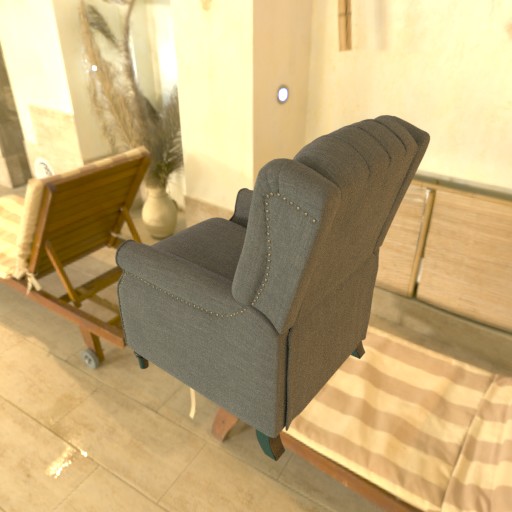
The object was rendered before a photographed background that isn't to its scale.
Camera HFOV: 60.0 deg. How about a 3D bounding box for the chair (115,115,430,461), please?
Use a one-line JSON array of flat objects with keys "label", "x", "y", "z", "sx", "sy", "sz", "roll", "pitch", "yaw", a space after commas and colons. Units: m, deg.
[{"label": "chair", "x": 0.000, "y": 0.000, "z": 1.616, "sx": 0.898, "sy": 1.035, "sz": 0.742, "roll": 21, "pitch": 35, "yaw": 32}]
